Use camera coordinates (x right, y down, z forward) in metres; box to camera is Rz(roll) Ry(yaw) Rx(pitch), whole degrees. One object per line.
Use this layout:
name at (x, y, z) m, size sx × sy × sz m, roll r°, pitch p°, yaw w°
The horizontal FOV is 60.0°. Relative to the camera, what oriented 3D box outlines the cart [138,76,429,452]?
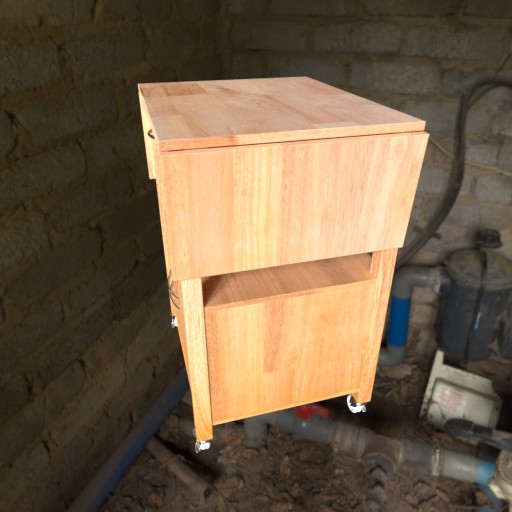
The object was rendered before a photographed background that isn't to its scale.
cart at (0.000, 0.000, 1.235) m, size 0.508 × 0.838 × 0.640 m, roll -8°, pitch 31°, yaw -14°
